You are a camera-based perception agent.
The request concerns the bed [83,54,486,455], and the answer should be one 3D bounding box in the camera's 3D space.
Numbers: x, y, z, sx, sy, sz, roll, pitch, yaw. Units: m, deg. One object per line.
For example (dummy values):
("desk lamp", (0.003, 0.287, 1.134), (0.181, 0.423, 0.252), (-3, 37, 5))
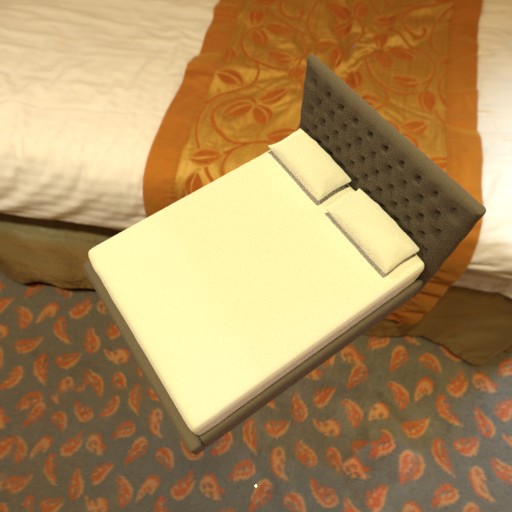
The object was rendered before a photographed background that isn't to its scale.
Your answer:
("bed", (0.000, 0.000, 3.278), (2.233, 1.426, 1.696), (-32, 67, -15))
